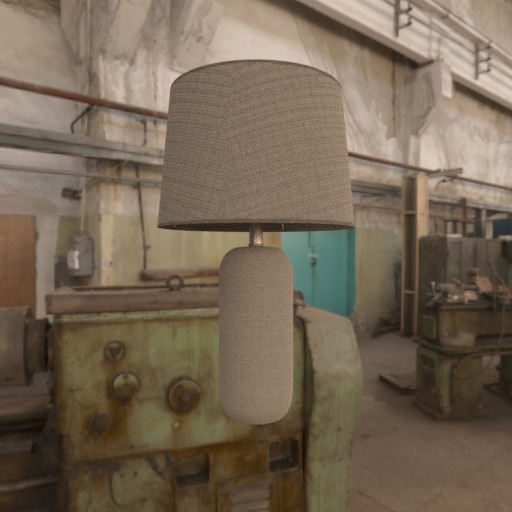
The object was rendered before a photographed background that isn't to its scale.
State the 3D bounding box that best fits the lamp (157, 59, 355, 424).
[{"bbox_3d":[0.000,0.000,0.844,0.367,0.609,0.367,0,1,0],"label":"lamp"}]
